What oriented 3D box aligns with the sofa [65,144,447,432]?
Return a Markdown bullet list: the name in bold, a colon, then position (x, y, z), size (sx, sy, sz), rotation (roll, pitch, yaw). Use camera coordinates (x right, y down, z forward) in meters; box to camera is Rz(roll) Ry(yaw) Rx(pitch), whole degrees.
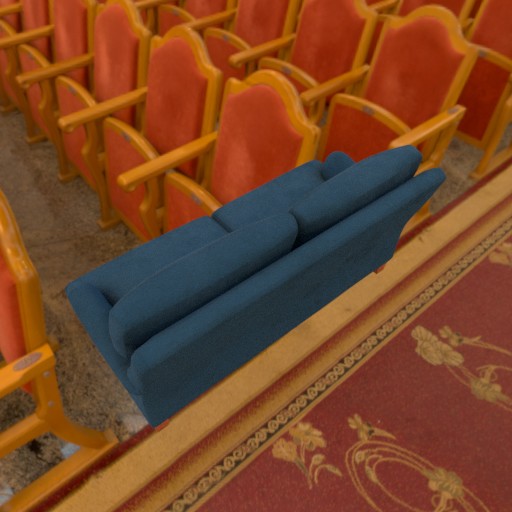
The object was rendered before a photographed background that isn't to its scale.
- **sofa**: position (0.000, 0.000, 2.774), size (2.141, 1.101, 1.084), rotation (-31, 53, -26)
